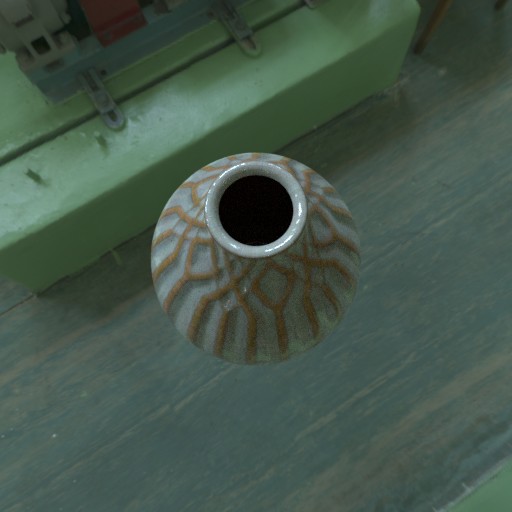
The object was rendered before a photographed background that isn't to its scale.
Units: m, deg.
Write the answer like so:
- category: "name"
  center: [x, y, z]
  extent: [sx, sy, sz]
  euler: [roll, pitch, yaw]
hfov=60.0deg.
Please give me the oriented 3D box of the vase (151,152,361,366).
- category: "vase"
  center: [0.000, 0.000, 0.272]
  extent: [0.131, 0.175, 0.131]
  euler: [0, 77, 0]
